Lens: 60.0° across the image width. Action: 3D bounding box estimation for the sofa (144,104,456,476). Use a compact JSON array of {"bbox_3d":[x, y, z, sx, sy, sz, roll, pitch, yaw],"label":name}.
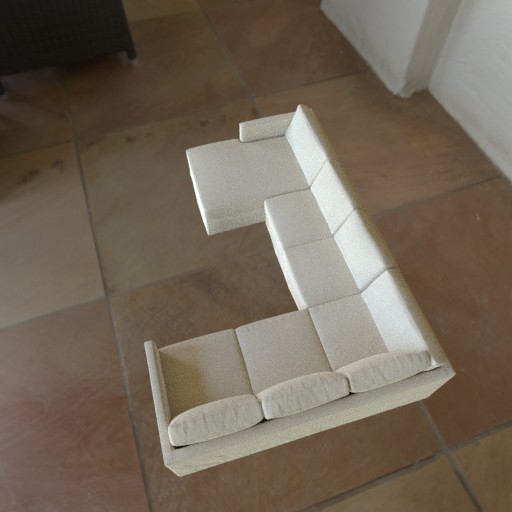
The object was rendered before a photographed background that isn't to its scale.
[{"bbox_3d":[0.000,0.000,4.538,2.448,0.882,3.464,-14,58,-9],"label":"sofa"}]
